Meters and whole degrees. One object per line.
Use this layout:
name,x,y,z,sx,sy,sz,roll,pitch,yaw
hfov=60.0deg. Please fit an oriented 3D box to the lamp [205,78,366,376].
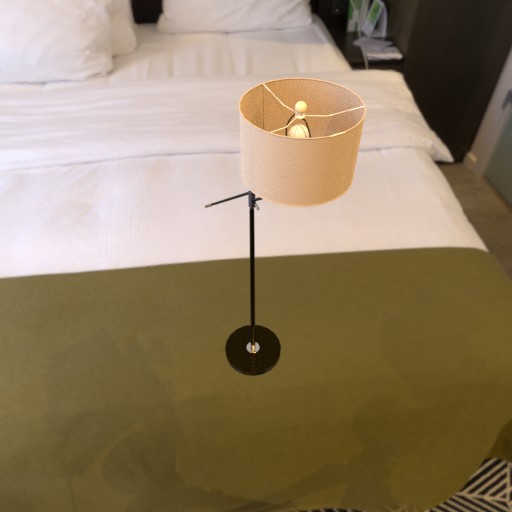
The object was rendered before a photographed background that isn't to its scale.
lamp,0.000,0.000,2.008,0.373,1.635,0.809,-29,52,-26
